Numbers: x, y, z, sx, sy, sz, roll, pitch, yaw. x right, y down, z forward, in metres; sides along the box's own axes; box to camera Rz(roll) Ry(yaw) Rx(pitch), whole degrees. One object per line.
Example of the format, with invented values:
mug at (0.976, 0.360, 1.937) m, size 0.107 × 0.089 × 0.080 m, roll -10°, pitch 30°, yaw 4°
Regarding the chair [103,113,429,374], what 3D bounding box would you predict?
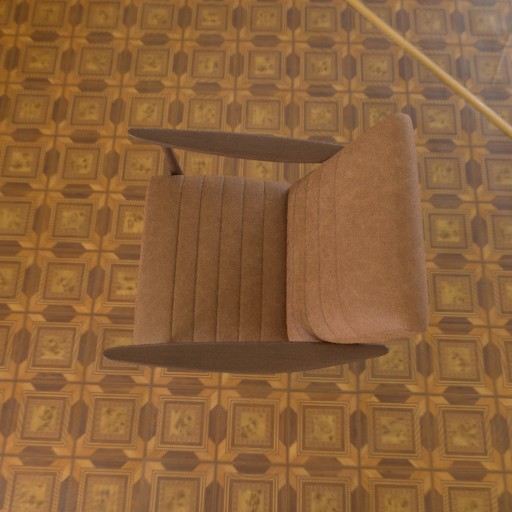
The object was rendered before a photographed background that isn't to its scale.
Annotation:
chair at (0.000, 0.000, 1.438) m, size 0.798 × 0.832 × 0.741 m, roll 1°, pitch 75°, yaw 0°
